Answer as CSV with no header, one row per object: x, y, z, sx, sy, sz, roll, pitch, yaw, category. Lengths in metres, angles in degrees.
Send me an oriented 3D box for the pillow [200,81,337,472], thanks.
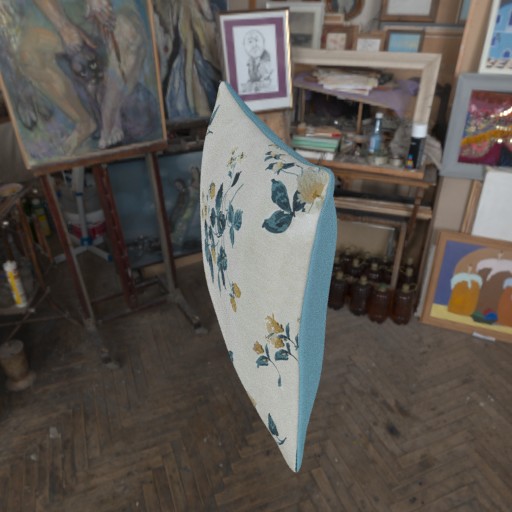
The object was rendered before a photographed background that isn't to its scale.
0.000,0.000,0.795,0.166,0.507,0.526,-8,33,-13,pillow
